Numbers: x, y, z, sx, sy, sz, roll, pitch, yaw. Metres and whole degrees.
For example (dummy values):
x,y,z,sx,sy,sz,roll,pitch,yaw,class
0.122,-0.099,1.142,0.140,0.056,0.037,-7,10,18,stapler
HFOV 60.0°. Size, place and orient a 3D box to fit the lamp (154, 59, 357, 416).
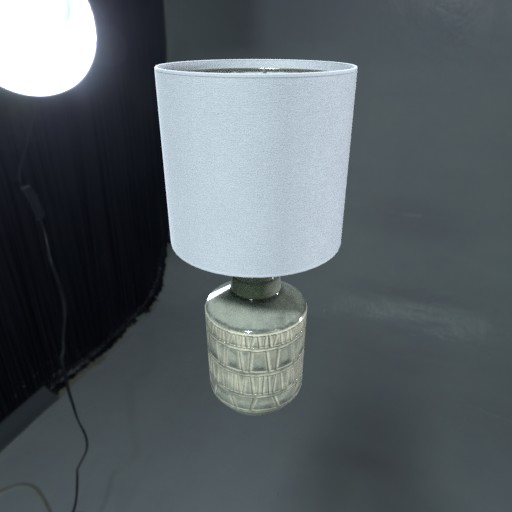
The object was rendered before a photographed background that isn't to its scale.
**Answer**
x,y,z,sx,sy,sz,roll,pitch,yaw,class
0.000,0.000,0.573,0.211,0.455,0.211,9,29,18,lamp
